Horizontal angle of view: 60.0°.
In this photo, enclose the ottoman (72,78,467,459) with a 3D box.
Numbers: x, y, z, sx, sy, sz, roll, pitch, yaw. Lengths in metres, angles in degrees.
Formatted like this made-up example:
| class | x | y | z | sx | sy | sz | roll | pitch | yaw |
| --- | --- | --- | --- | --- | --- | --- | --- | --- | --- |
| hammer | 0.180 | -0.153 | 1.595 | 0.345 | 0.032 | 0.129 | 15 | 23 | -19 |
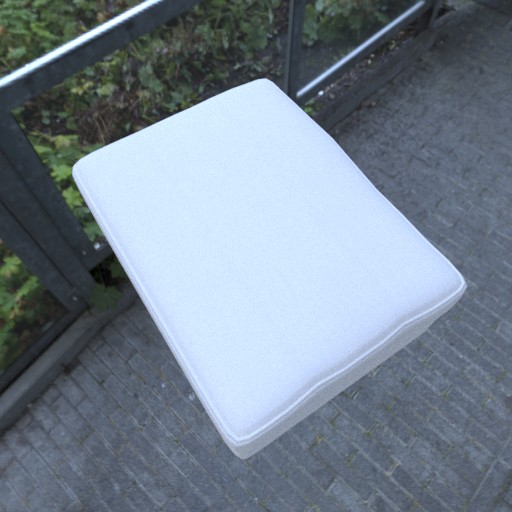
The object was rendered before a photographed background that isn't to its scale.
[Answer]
| class | x | y | z | sx | sy | sz | roll | pitch | yaw |
| --- | --- | --- | --- | --- | --- | --- | --- | --- | --- |
| ottoman | 0.000 | 0.000 | 1.205 | 0.634 | 0.479 | 0.818 | -30 | 65 | -15 |
